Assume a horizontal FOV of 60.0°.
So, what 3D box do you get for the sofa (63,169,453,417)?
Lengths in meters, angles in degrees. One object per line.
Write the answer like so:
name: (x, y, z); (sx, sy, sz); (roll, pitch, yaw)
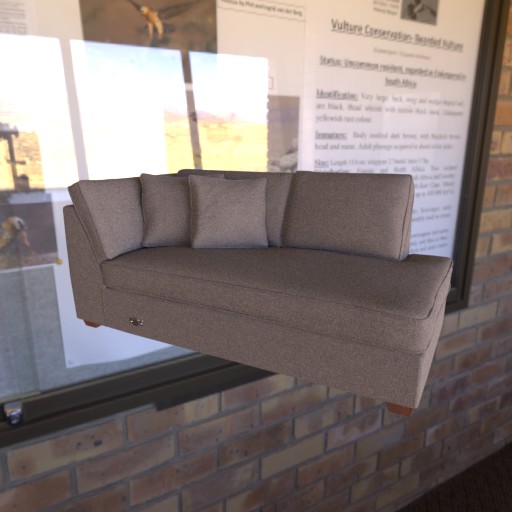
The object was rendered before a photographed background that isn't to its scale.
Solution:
sofa: (0.000, 0.000, 2.805); (2.237, 1.033, 1.110); (8, 17, 27)
